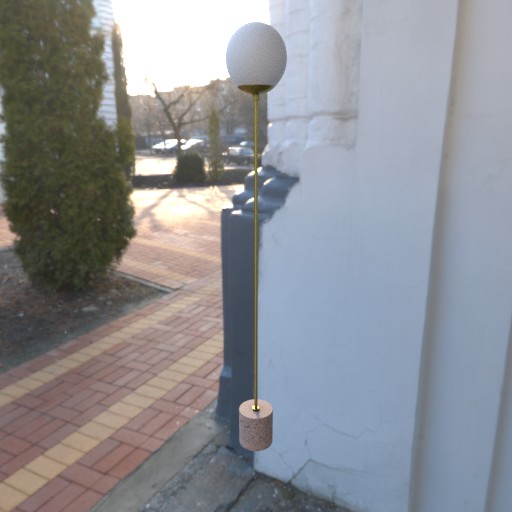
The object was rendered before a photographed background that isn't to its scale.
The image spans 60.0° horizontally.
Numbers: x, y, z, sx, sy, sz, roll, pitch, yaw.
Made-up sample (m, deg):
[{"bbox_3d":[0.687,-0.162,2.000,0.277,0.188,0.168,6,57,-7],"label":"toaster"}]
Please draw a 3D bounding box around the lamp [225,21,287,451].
[{"bbox_3d":[0.000,0.000,1.821,0.229,1.748,0.229,-14,20,-43],"label":"lamp"}]
